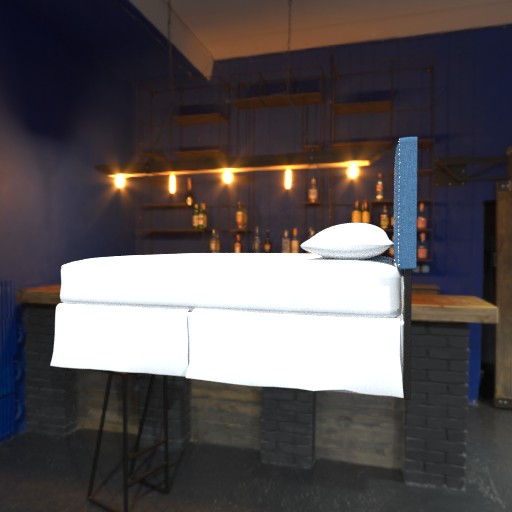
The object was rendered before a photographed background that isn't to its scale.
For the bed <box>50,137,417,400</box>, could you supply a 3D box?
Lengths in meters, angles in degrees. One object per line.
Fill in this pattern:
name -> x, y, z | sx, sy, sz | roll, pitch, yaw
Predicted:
bed -> 0.000, 0.000, 2.856 | 1.872, 1.169, 1.610 | 0, 1, 17
